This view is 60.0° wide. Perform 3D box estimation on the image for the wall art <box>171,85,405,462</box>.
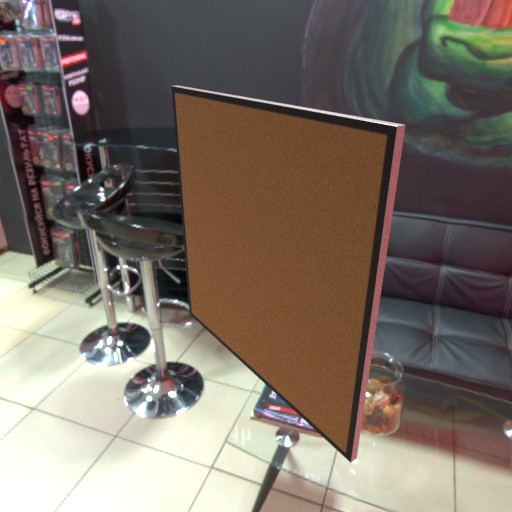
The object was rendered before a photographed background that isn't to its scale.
[{"bbox_3d":[0.000,0.000,1.200,0.022,0.803,0.805,-18,32,-32],"label":"wall art"}]
